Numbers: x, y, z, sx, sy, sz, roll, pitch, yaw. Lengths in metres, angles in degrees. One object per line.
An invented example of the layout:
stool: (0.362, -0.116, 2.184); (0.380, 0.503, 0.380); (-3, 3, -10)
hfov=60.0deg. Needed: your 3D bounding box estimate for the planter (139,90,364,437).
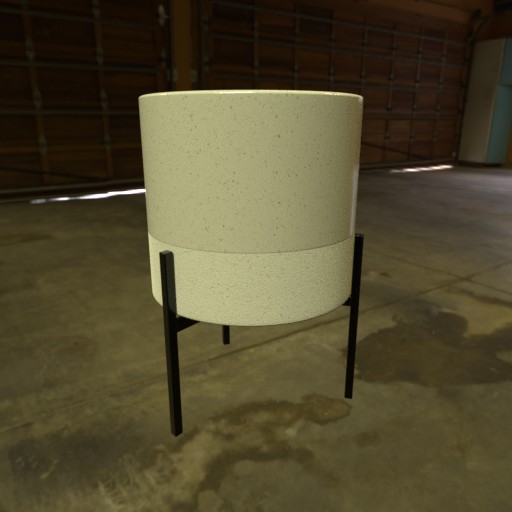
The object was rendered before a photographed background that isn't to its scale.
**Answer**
planter: (0.000, 0.000, 0.341); (0.159, 0.230, 0.152); (3, 17, 11)
